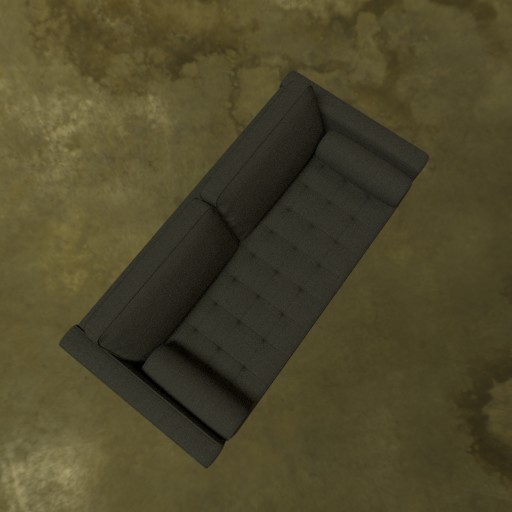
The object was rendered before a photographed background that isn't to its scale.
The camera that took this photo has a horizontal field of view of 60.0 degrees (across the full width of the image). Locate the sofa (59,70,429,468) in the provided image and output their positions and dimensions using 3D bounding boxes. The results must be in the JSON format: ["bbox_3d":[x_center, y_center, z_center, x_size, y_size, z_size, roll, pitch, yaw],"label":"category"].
[{"bbox_3d":[0.000,0.000,2.352,0.914,0.759,1.875,36,78,9],"label":"sofa"}]
